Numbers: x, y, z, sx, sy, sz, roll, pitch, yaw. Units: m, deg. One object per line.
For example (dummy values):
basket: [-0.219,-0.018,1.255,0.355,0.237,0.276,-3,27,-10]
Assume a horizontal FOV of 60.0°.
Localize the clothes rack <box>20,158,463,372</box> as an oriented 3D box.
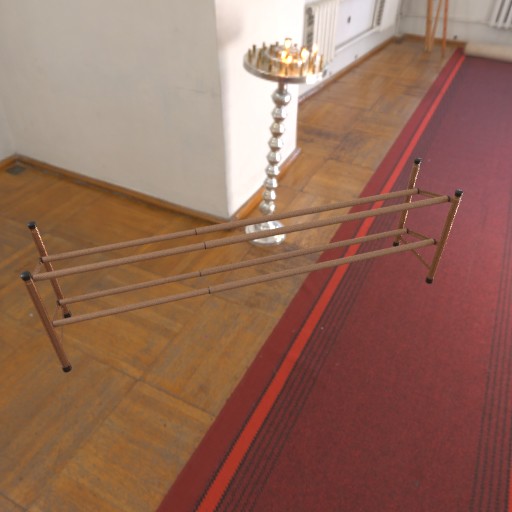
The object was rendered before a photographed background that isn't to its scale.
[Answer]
clothes rack: [0.000,0.000,1.306,1.168,0.349,0.229,-12,41,-14]
